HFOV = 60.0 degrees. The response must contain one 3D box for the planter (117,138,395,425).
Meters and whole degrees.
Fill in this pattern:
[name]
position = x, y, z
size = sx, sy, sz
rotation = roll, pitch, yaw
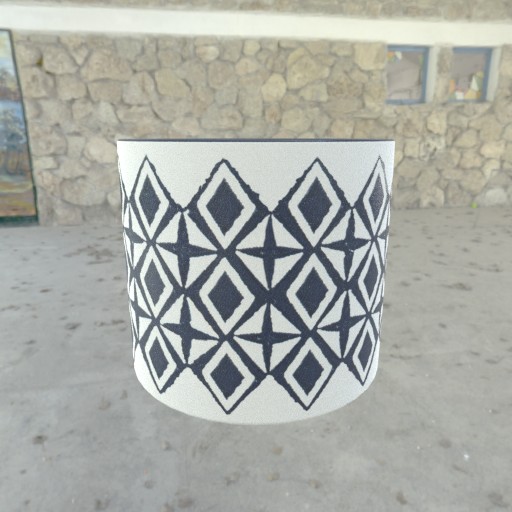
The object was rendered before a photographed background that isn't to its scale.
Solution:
[planter]
position = 0.000, 0.000, 0.397
size = 0.224, 0.203, 0.224
rotation = 0, 15, 0
